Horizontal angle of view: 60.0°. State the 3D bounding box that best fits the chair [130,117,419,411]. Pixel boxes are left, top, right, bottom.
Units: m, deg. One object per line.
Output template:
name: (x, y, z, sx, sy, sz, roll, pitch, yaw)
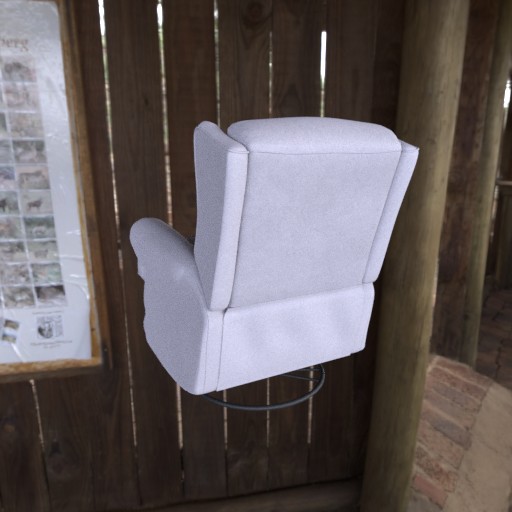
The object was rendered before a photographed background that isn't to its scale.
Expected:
chair: (0.000, 0.000, 1.755, 0.847, 1.011, 0.969, -7, 16, -27)
